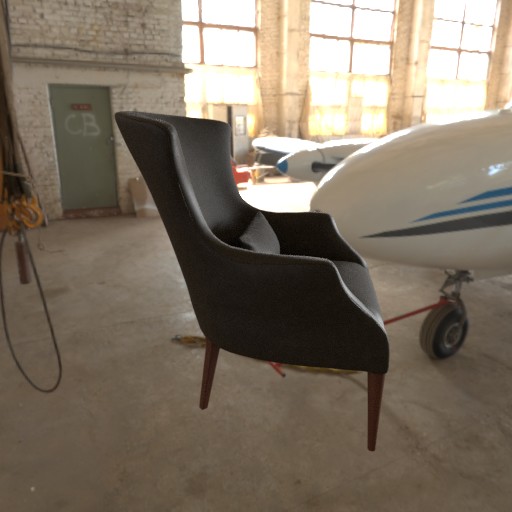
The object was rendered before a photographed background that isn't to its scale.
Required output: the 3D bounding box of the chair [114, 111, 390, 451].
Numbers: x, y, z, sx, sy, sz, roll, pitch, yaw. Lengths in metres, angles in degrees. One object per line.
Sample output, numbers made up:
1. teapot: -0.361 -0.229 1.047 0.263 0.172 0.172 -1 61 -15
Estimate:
1. chair: 0.000 0.000 1.715 0.954 1.068 0.819 3 17 8
